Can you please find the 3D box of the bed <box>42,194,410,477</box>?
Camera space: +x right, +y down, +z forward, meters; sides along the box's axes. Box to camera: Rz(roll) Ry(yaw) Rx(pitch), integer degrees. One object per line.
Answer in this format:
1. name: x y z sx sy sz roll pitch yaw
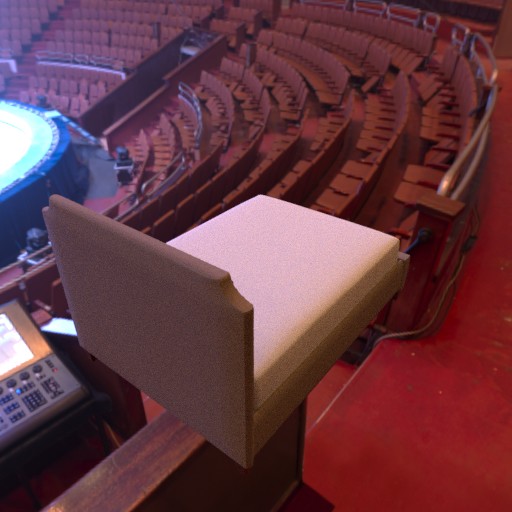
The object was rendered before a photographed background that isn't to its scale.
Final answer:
1. bed: 0.000 0.000 3.484 1.713 1.443 2.372 22 38 32
